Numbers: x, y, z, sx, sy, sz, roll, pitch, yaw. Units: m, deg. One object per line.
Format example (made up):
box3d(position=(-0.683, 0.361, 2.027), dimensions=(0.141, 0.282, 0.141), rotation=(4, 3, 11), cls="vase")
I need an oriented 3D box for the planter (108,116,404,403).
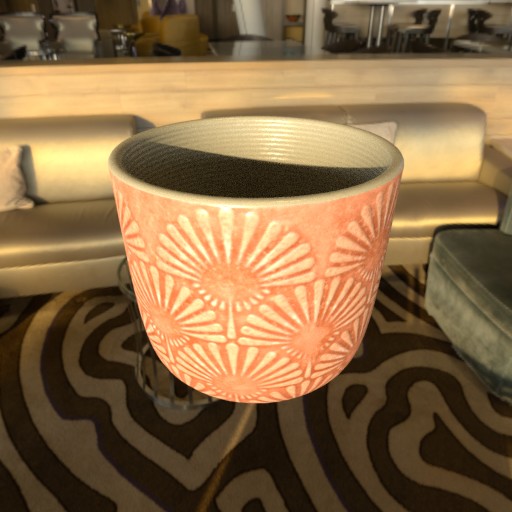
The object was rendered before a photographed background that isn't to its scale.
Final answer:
box3d(position=(0.000, 0.000, 0.219), dimensions=(0.124, 0.109, 0.124), rotation=(0, 30, 0), cls="planter")
